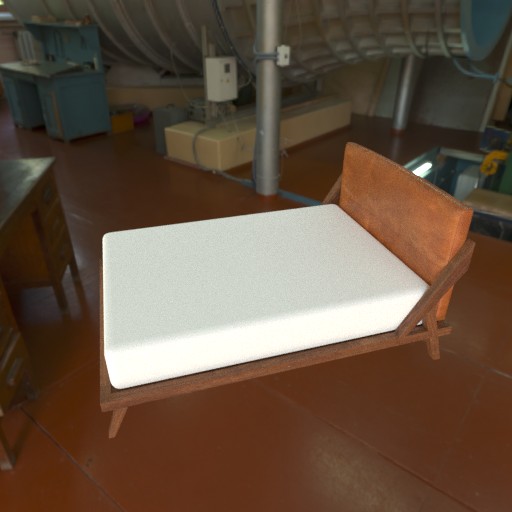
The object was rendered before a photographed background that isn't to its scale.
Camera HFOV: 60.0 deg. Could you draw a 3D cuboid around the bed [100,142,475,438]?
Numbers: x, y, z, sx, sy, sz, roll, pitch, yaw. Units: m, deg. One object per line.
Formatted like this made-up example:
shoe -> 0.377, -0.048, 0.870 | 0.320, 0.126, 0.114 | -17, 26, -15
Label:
bed -> 0.000, 0.000, 3.283 | 2.311, 1.168, 1.651 | -9, 31, -15
